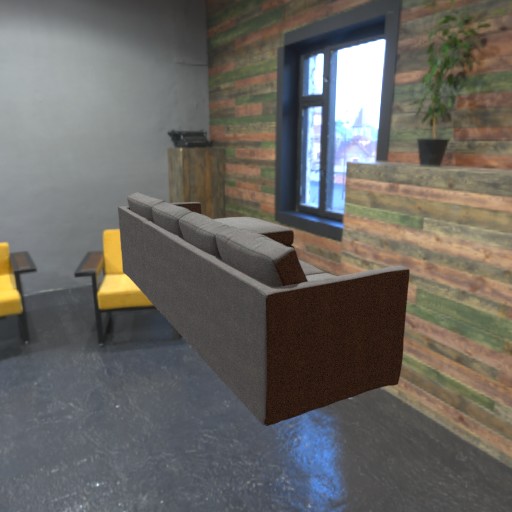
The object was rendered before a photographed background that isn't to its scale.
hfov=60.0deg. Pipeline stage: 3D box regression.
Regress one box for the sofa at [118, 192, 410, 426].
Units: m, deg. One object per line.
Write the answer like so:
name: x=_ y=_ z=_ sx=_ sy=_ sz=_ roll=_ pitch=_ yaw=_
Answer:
sofa: x=0.000 y=0.000 z=3.821 sx=1.650 sy=0.922 sz=3.205 roll=-8 pitch=16 yaw=-28
